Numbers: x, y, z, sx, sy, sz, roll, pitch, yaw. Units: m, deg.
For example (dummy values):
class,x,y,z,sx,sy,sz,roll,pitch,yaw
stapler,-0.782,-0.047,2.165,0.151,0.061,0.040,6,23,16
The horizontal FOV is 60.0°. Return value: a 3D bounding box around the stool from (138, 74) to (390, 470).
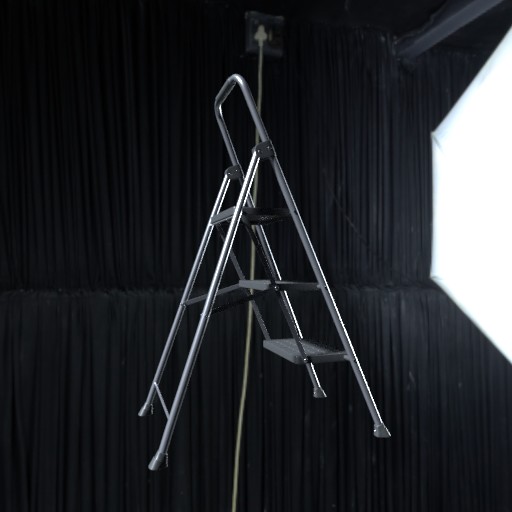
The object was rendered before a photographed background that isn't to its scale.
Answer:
class,x,y,z,sx,sy,sz,roll,pitch,yaw
stool,0.000,0.000,1.490,0.733,1.121,0.473,0,-1,-18
